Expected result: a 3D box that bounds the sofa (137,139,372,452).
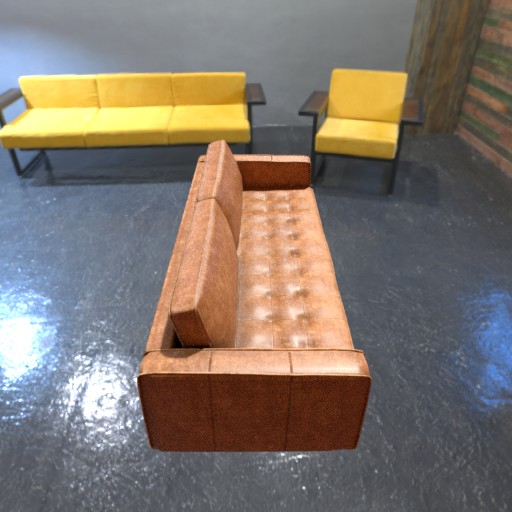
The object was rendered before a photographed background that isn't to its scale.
[{"bbox_3d":[0.000,0.000,2.591,0.886,0.779,2.199,0,34,0],"label":"sofa"}]
